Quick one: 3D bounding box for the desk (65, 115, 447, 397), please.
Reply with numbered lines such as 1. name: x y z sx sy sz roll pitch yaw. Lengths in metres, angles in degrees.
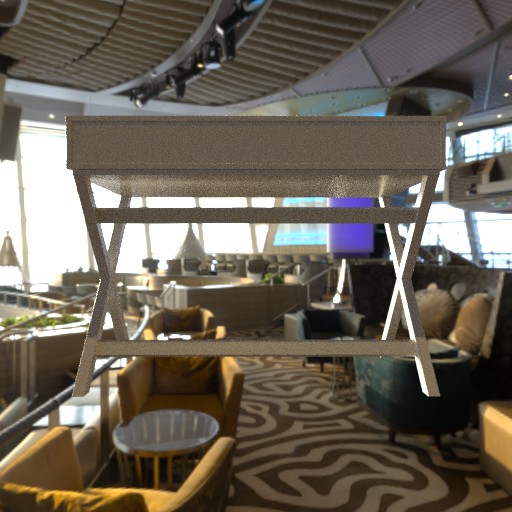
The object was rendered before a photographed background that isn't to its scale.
1. desk: 0.000 0.000 1.483 1.059 0.780 0.509 0 0 0
